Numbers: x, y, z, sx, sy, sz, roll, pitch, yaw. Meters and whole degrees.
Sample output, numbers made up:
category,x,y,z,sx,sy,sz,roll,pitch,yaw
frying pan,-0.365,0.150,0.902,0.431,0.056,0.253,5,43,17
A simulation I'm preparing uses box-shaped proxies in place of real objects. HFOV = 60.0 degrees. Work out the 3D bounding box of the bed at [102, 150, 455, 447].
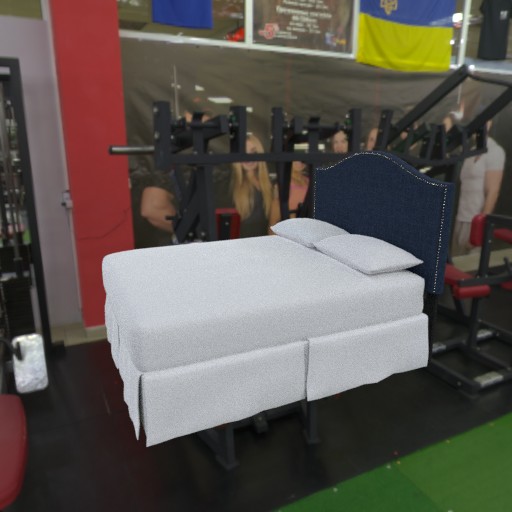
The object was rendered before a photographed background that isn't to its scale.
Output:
category,x,y,z,sx,sy,sz,roll,pitch,yaw
bed,0.000,0.000,3.344,2.153,1.518,1.725,-7,17,-23
